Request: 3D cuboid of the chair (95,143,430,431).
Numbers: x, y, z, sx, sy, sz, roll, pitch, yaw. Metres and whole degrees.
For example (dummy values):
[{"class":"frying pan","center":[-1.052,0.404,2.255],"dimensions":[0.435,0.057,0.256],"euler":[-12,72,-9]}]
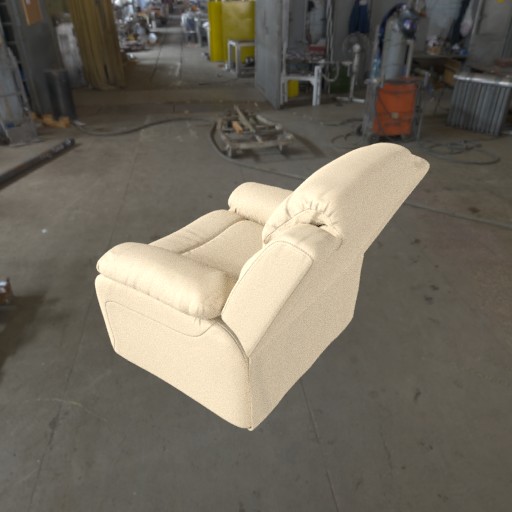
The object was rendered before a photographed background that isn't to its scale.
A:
[{"class":"chair","center":[0.000,0.000,1.267],"dimensions":[0.709,0.702,0.680],"euler":[22,38,31]}]
